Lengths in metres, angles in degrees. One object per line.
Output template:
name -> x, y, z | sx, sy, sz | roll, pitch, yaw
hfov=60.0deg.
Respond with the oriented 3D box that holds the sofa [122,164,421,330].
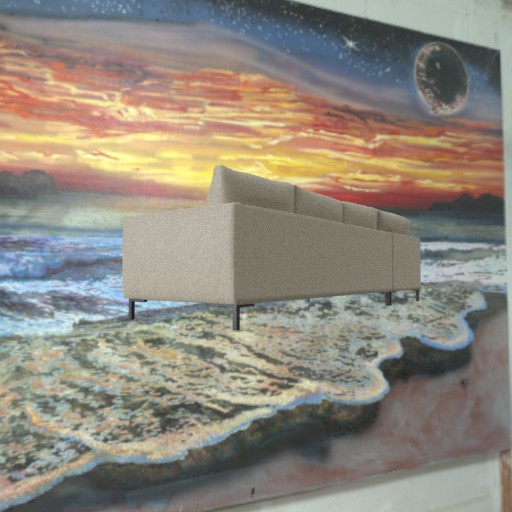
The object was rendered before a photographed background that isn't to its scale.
sofa -> 0.000, 0.000, 3.185 | 1.617, 0.703, 2.423 | -2, -3, 37
